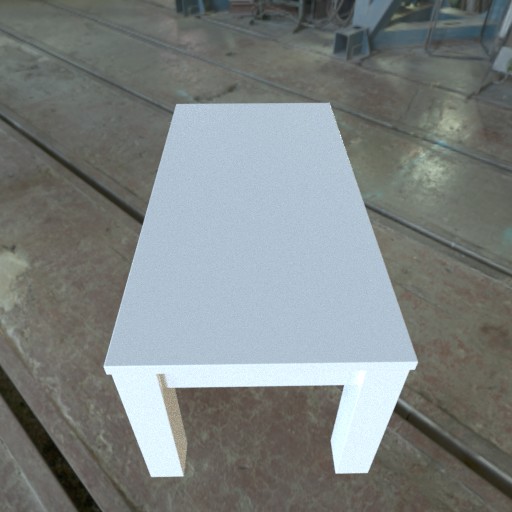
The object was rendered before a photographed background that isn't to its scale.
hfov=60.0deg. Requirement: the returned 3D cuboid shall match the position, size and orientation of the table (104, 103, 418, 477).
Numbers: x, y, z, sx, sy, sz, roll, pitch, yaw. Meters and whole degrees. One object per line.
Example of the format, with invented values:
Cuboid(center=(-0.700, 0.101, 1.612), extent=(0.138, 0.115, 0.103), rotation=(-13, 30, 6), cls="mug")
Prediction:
Cuboid(center=(0.000, 0.000, 2.197), extent=(0.900, 0.790, 1.800), rotation=(-1, 42, -1), cls="table")
